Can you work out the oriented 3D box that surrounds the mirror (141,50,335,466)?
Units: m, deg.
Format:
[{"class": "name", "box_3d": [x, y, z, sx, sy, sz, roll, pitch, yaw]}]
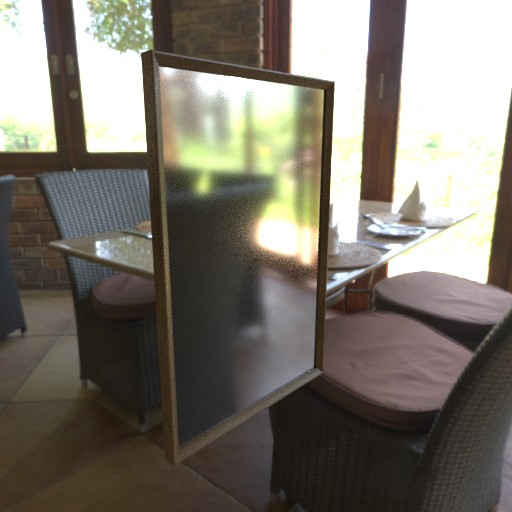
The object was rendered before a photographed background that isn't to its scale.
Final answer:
[{"class": "mirror", "box_3d": [0.000, 0.000, 1.167, 0.041, 0.915, 0.609, 13, 19, 42]}]
